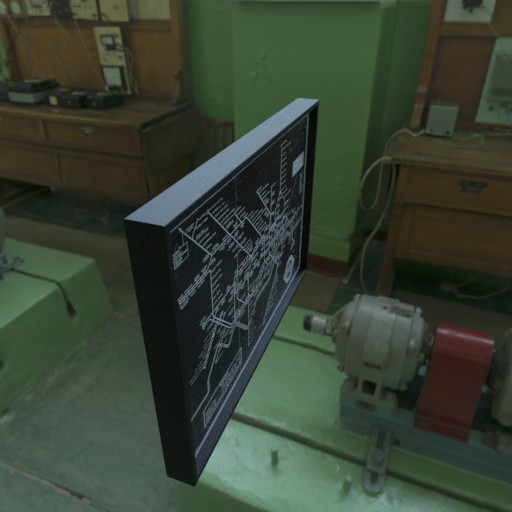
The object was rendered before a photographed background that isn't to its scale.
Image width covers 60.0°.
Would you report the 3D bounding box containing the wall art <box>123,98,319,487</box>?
[{"bbox_3d":[0.000,0.000,0.852,0.051,0.456,0.671,11,32,18],"label":"wall art"}]
